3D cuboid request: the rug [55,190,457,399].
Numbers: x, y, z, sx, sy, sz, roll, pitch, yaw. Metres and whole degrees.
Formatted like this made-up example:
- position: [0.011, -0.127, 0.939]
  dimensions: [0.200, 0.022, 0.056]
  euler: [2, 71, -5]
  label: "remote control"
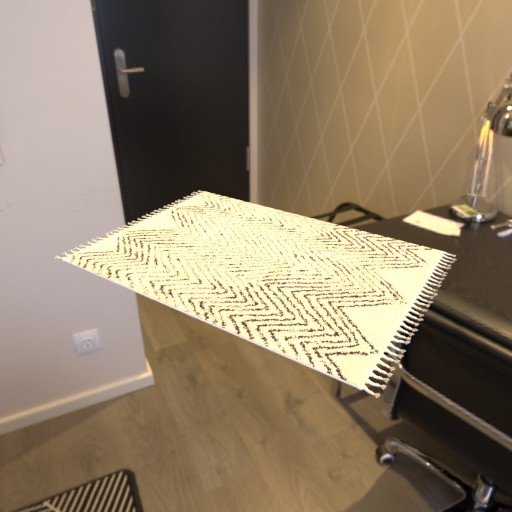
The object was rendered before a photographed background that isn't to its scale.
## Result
- position: [0.000, 0.000, 2.416]
  dimensions: [1.847, 0.014, 1.230]
  euler: [18, 34, 29]
  label: "rug"
